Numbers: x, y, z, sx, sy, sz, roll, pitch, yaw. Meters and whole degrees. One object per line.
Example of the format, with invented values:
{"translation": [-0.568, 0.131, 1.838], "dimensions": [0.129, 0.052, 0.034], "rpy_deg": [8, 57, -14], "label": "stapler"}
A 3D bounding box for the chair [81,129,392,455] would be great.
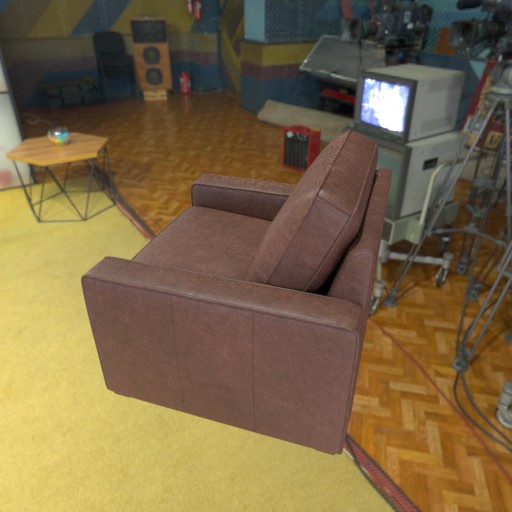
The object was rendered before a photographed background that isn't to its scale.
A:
{"translation": [0.000, 0.000, 1.795], "dimensions": [0.940, 0.919, 1.017], "rpy_deg": [10, 32, 16], "label": "chair"}
